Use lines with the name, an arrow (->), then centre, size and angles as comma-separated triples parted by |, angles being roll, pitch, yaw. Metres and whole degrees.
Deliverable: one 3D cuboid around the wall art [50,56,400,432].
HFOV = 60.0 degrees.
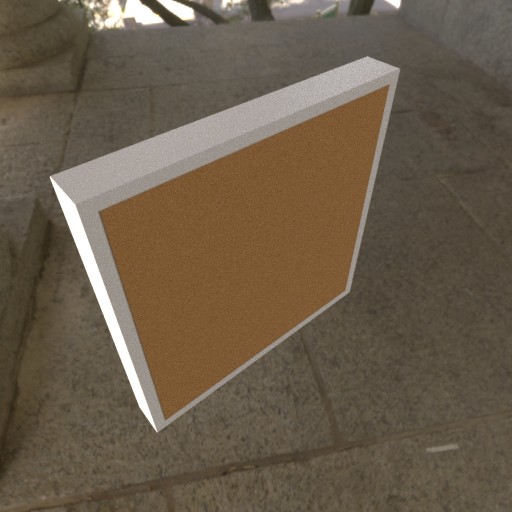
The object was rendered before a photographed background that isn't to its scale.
wall art -> 0.000, 0.000, 0.443 | 0.305, 0.305, 0.038 | -31, 52, -27
